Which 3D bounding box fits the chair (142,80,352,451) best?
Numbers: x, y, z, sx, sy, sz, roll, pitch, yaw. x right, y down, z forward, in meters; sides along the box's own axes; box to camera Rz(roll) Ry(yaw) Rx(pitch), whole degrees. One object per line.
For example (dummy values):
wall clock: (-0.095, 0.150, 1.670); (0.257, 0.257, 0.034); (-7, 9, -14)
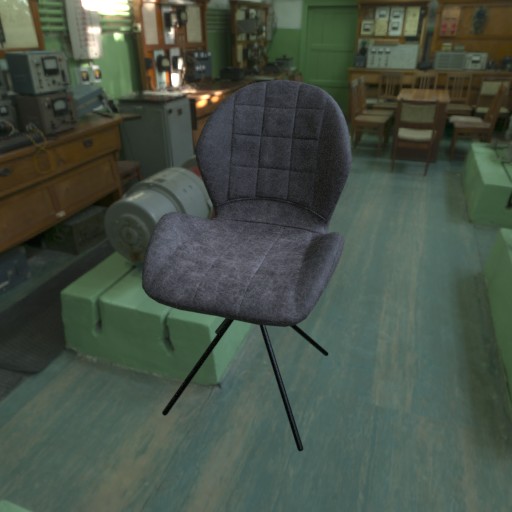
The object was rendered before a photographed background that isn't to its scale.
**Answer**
chair: (0.000, 0.000, 1.335); (0.527, 0.934, 0.640); (8, 29, 16)
